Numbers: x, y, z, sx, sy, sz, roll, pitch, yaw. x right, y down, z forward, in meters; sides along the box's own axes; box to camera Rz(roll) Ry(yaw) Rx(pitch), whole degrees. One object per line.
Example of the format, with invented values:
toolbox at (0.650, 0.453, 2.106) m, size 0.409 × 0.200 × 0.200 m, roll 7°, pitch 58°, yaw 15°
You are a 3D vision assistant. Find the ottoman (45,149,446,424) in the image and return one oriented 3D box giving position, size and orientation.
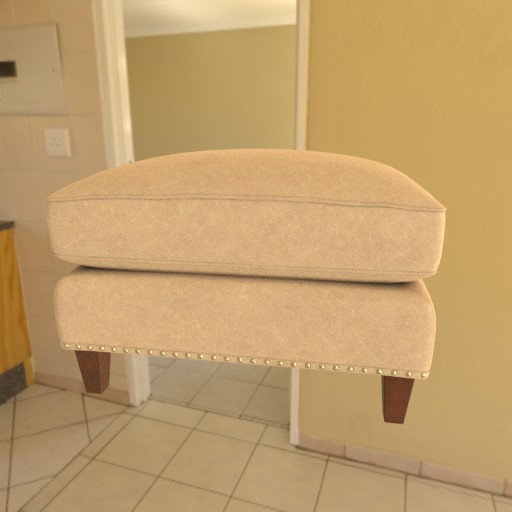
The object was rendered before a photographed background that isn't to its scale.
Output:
ottoman at (0.000, 0.000, 1.095) m, size 0.741 × 0.513 × 0.584 m, roll 3°, pitch 16°, yaw 9°
